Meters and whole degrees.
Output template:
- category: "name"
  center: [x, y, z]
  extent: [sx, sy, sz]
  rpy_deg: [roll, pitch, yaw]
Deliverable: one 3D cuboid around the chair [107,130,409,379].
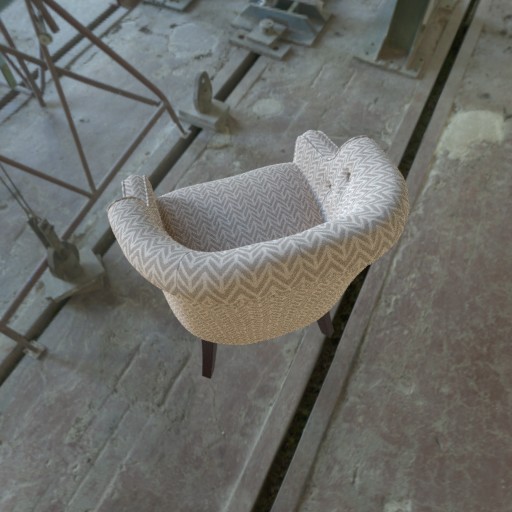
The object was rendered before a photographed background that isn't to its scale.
- category: "chair"
  center: [0.000, 0.000, 1.287]
  extent: [0.686, 0.858, 0.613]
  rpy_deg: [-17, 60, -10]
